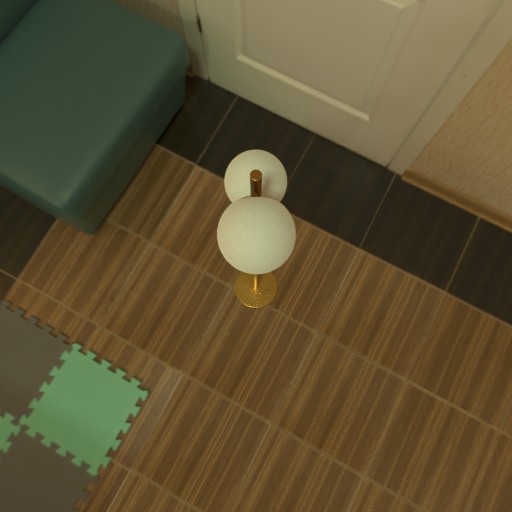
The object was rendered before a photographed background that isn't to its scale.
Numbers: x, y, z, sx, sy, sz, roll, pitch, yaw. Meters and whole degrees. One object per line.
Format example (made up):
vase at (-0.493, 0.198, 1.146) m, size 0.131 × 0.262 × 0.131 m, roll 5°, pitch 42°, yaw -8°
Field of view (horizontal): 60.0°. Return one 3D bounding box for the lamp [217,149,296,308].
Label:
lamp at (0.000, 0.000, 1.798) m, size 0.249 × 1.641 × 0.419 m, roll -1°, pitch 77°, yaw 0°
